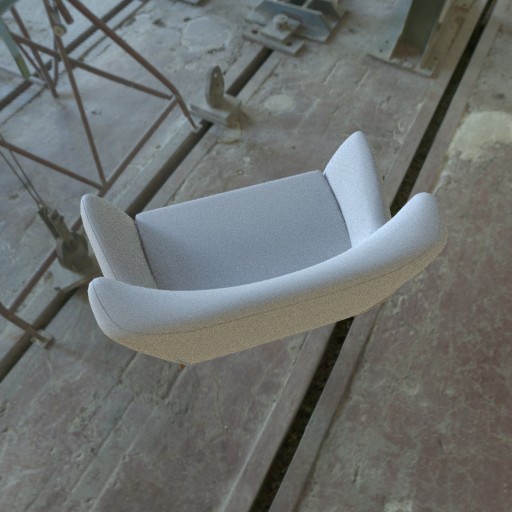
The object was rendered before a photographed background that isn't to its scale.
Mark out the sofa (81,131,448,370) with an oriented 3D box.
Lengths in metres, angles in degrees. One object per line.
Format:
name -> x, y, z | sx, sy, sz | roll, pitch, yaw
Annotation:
sofa -> 0.000, 0.000, 2.053 | 1.424, 0.878, 0.921 | -15, 60, -9
